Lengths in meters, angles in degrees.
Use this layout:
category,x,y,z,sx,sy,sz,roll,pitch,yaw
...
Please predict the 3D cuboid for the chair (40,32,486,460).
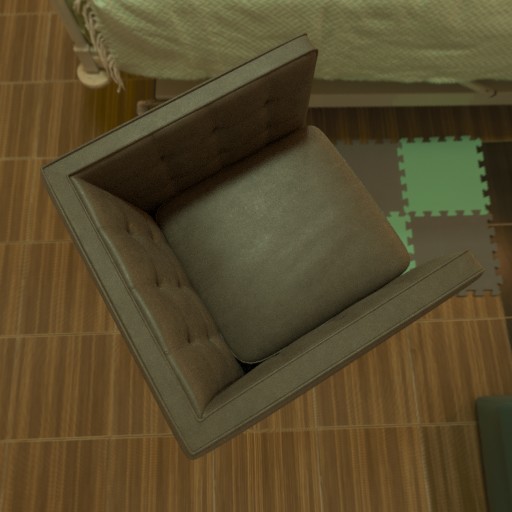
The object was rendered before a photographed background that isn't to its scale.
category,x,y,z,sx,sy,sz,roll,pitch,yaw
chair,0.000,0.000,1.523,0.894,0.790,0.880,-30,77,-8
